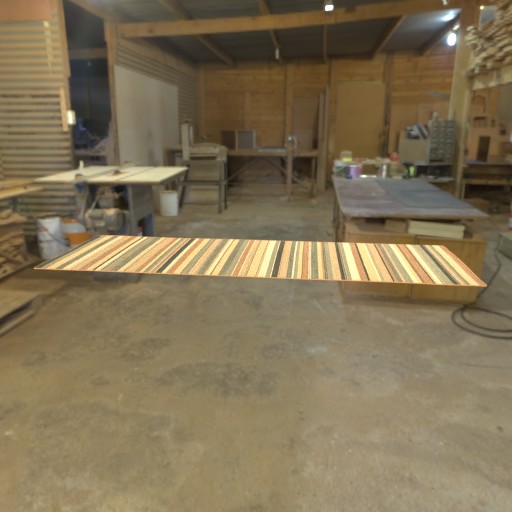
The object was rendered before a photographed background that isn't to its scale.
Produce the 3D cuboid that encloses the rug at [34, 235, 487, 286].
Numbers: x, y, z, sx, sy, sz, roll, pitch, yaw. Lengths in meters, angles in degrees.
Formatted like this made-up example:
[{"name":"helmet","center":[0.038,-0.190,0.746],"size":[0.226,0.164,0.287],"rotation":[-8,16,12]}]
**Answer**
[{"name":"rug","center":[0.000,0.000,2.741],"size":[2.444,0.010,0.799],"rotation":[2,16,7]}]
